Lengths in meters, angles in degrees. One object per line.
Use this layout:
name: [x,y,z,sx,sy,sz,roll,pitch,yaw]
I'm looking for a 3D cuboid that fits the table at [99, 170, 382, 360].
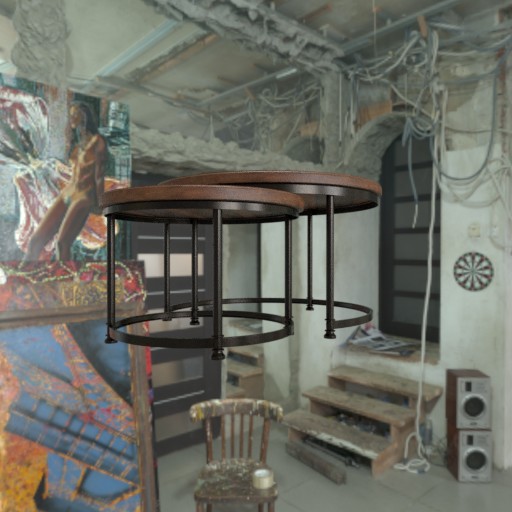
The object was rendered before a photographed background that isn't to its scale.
table: [0.000,0.000,1.618,0.870,0.516,1.152,0,0,18]
